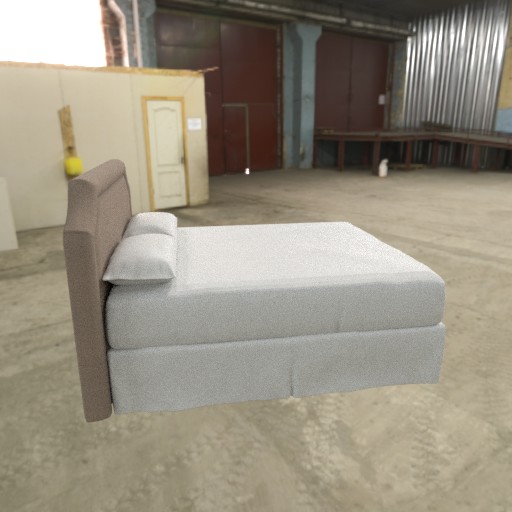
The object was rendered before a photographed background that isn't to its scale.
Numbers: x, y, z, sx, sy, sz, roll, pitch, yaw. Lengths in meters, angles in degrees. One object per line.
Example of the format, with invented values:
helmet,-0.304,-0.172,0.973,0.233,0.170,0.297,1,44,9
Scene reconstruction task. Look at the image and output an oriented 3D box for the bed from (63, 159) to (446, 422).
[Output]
bed,0.000,0.000,3.210,2.164,1.303,1.828,-3,17,-9
